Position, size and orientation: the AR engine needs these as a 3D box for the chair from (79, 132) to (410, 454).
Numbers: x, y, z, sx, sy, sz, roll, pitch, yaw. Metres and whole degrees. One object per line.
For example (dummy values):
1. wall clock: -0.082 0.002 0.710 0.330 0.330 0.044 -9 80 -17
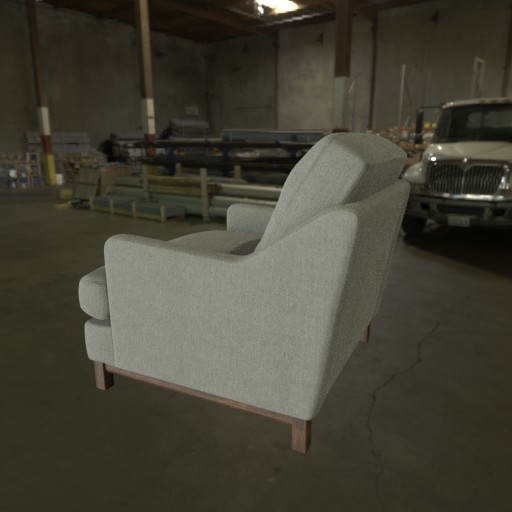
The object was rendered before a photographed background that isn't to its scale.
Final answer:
1. chair: 0.000 0.000 1.541 0.892 0.821 0.826 7 16 25
